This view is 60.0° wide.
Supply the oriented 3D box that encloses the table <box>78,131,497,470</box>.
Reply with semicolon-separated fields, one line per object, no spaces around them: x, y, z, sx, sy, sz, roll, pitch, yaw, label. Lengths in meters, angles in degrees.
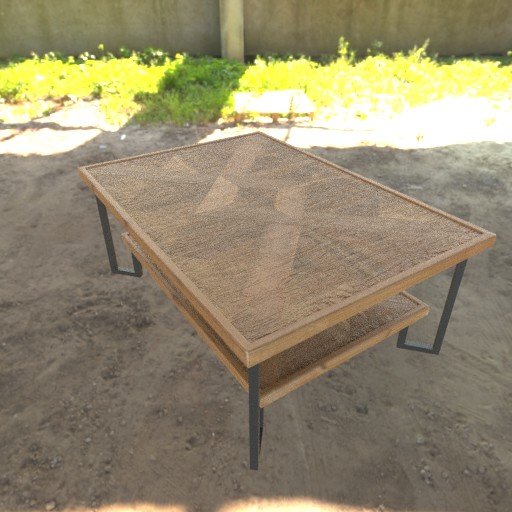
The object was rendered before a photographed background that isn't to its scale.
0.000;0.000;1.659;0.877;0.492;1.238;-20;38;-28;table
